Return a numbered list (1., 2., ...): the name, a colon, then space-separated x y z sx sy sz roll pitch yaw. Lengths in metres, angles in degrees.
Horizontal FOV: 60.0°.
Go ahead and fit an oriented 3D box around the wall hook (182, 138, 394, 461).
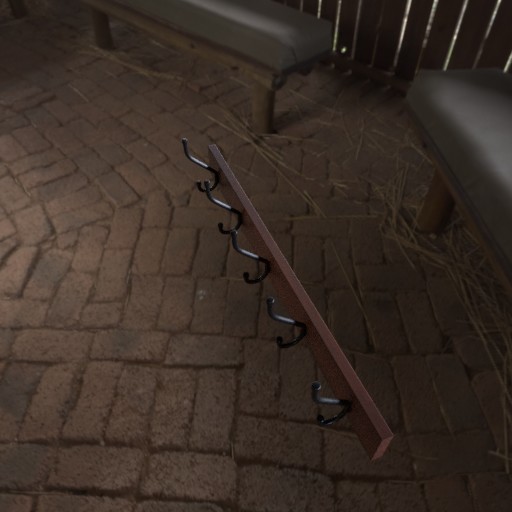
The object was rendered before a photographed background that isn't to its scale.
1. wall hook: 0.000 0.000 0.624 0.071 0.117 0.571 -17 49 -15
